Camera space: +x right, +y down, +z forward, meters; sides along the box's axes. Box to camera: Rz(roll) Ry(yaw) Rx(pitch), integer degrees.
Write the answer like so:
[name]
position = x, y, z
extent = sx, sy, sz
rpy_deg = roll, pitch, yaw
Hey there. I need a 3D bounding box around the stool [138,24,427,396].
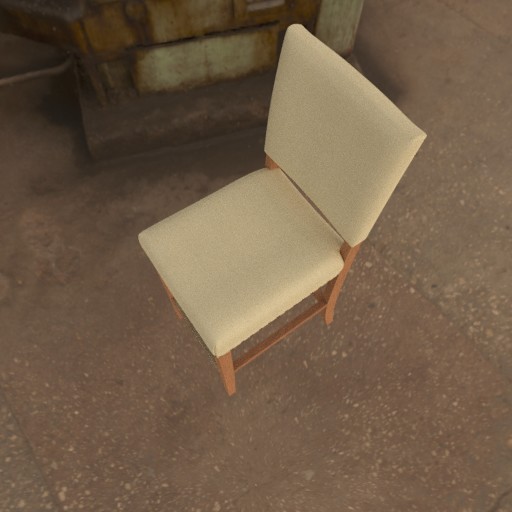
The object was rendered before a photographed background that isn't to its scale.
[stool]
position = 0.000, 0.000, 1.428
extent = 0.584, 1.168, 0.445
rpy_deg = -32, 67, -15
